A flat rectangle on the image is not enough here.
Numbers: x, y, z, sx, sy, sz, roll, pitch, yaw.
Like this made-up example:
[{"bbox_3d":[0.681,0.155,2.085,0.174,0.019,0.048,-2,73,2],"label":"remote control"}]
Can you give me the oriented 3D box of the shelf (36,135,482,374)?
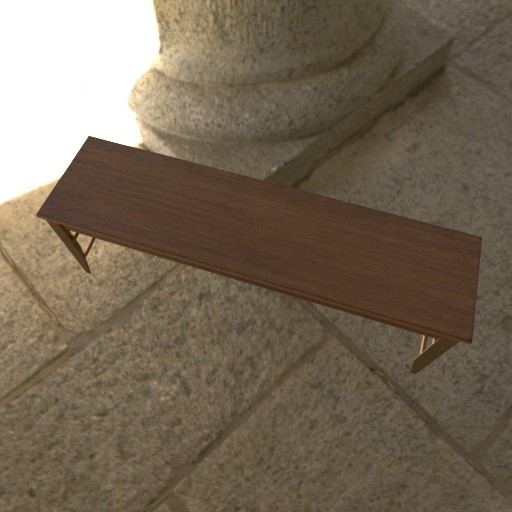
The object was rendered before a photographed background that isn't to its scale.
[{"bbox_3d":[0.000,0.000,0.734,0.636,0.190,0.166,16,63,8],"label":"shelf"}]
